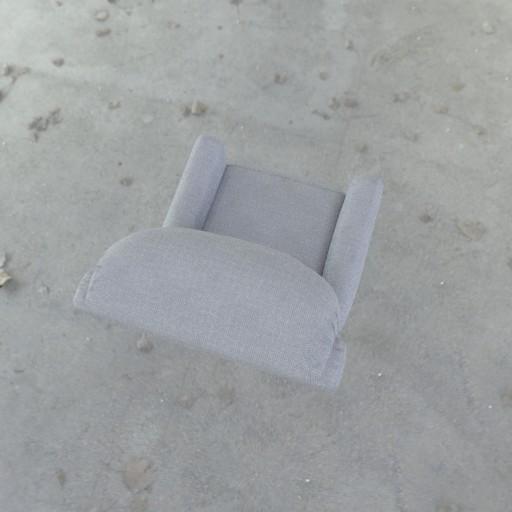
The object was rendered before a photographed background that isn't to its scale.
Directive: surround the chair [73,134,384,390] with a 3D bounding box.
[{"bbox_3d":[0.000,0.000,1.752,0.838,1.054,1.014,16,65,8],"label":"chair"}]
